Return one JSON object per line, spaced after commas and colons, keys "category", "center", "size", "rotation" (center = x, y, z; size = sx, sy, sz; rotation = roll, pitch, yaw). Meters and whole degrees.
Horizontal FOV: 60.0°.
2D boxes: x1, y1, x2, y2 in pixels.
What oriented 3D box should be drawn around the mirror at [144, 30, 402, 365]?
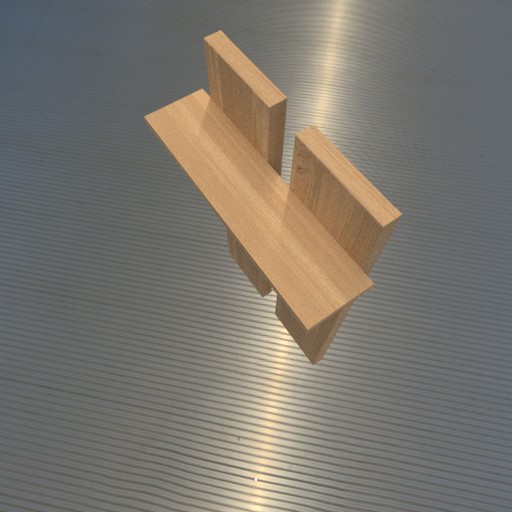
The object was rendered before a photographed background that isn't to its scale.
{"category": "mirror", "center": [0.000, 0.000, 1.584], "size": [0.260, 1.250, 0.800], "rotation": [-32, 68, -15]}
